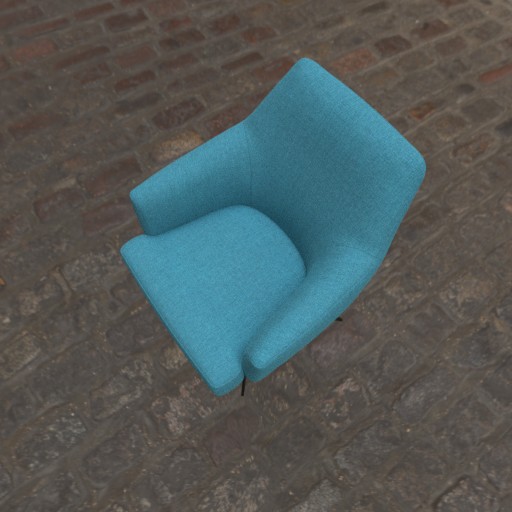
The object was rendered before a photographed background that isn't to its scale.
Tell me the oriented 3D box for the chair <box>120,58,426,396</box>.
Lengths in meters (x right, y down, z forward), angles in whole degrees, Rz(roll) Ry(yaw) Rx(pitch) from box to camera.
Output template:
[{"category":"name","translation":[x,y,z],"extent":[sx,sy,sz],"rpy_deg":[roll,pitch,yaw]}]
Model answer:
[{"category":"chair","translation":[0.000,0.000,1.350],"extent":[0.677,0.874,0.642],"rpy_deg":[-33,68,-16]}]
